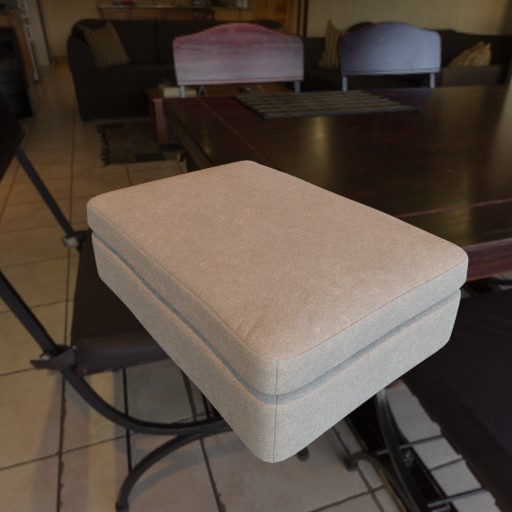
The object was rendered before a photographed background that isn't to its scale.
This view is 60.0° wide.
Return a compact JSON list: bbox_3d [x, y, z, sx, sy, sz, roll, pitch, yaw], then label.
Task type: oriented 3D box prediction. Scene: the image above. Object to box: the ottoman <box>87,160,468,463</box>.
[{"bbox_3d":[0.000,0.000,1.617,0.840,0.429,1.199,-21,36,-32],"label":"ottoman"}]
